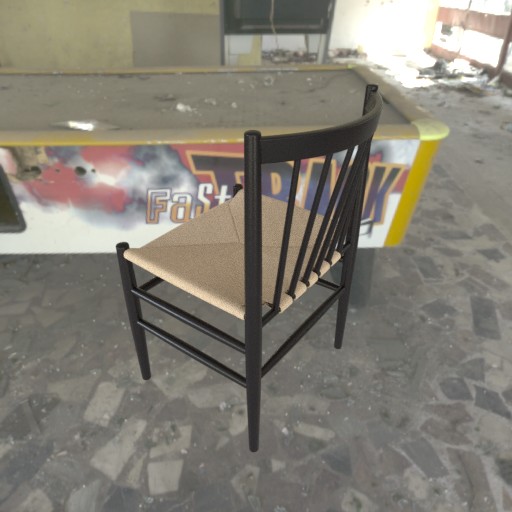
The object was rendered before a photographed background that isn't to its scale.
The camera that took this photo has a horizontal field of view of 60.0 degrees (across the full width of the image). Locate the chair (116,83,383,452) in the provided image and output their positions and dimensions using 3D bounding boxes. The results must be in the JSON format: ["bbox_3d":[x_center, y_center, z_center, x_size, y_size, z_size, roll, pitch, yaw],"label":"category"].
[{"bbox_3d":[0.000,0.000,1.156,0.516,0.818,0.495,21,38,30],"label":"chair"}]
